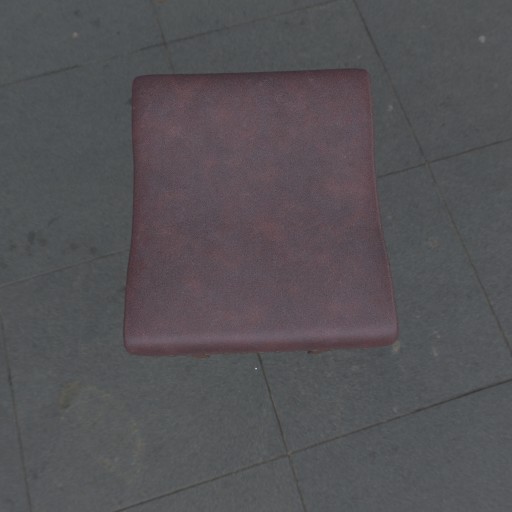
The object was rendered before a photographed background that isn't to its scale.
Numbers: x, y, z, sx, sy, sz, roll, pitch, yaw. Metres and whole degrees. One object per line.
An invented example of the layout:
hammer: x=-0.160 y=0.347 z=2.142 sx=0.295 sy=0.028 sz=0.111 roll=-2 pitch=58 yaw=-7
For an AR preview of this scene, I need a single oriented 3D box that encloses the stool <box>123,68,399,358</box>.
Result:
stool: x=0.000 y=0.000 z=1.045 sx=0.401 sy=0.769 sz=0.465 roll=-2 pitch=76 yaw=-1
